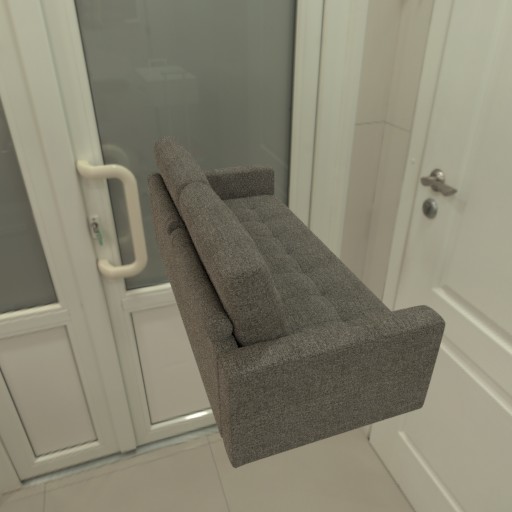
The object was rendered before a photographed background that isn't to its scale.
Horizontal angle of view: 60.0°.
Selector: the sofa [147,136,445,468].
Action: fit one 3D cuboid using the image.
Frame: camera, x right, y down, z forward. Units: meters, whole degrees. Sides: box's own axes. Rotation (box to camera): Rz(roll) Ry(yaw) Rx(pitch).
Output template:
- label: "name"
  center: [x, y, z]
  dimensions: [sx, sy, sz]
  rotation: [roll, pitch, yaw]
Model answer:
- label: "sofa"
  center: [0.000, 0.000, 2.289]
  dimensions: [0.863, 0.902, 1.821]
  rotation: [-10, 32, -17]
